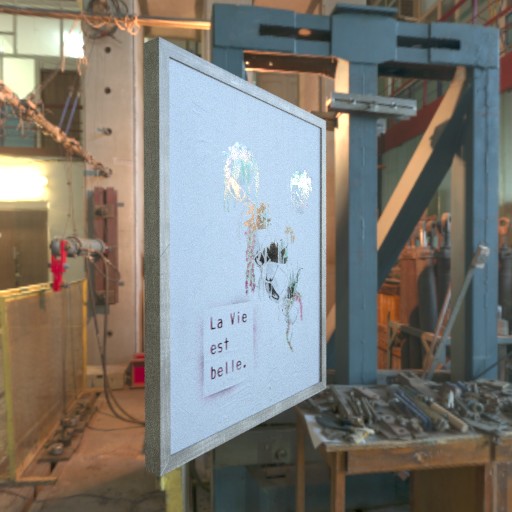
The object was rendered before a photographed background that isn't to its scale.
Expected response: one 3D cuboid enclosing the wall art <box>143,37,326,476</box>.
[{"bbox_3d":[0.000,0.000,0.703,0.032,0.521,0.421,0,1,36],"label":"wall art"}]
